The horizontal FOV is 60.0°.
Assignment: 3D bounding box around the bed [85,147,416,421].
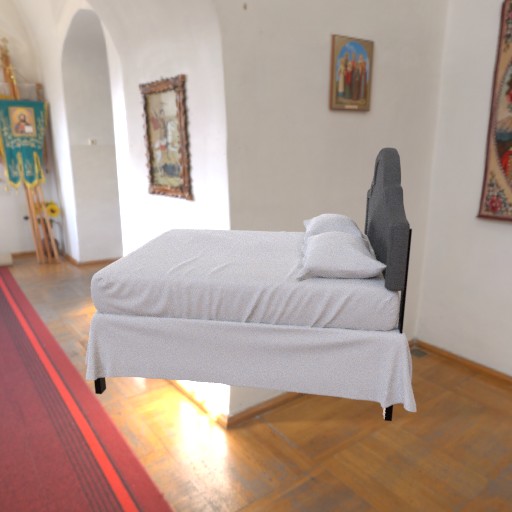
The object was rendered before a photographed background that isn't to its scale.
[{"bbox_3d":[0.000,0.000,3.425,2.222,1.634,1.780,2,15,9],"label":"bed"}]
